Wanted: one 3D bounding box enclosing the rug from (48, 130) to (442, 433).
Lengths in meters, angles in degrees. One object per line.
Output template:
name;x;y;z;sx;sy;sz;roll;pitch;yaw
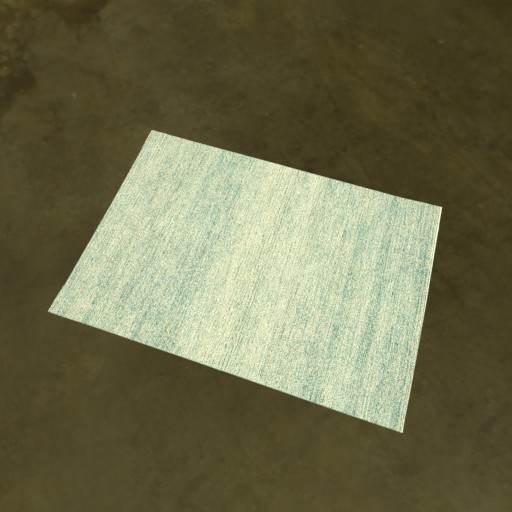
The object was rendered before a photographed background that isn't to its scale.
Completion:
rug;0.000;0.000;3.023;2.306;0.030;1.613;17;64;8
